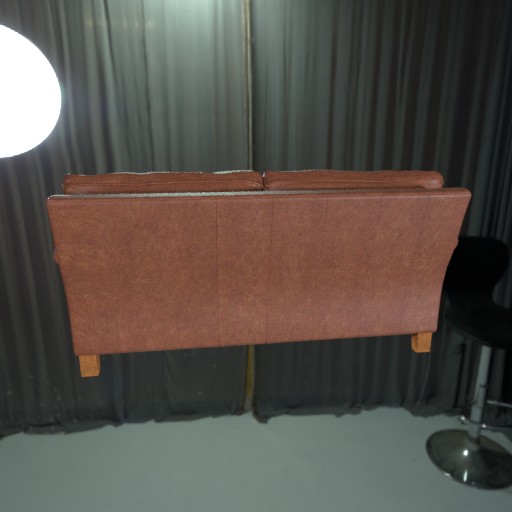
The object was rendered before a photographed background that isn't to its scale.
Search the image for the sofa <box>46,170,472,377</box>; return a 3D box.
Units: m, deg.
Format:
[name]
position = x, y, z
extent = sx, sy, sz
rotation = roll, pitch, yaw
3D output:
[sofa]
position = 0.000, 0.000, 2.731
extent = 2.144, 1.071, 1.147
rotation = -2, 16, -8
